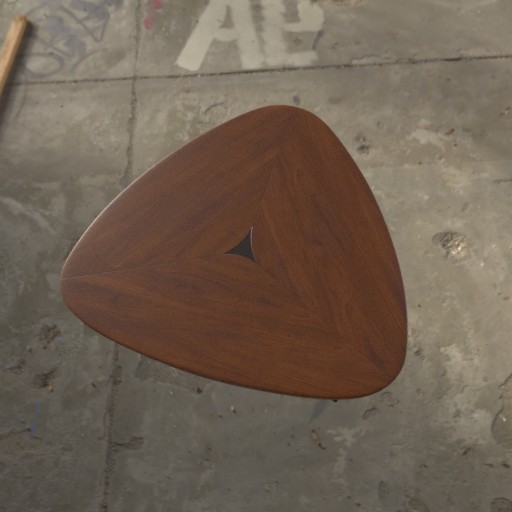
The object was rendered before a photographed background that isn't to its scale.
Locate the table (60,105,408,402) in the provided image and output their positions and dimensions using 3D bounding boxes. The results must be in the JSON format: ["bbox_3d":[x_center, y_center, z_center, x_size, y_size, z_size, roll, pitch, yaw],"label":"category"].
[{"bbox_3d":[0.000,0.000,1.321,0.833,0.413,0.821,14,64,7],"label":"table"}]
